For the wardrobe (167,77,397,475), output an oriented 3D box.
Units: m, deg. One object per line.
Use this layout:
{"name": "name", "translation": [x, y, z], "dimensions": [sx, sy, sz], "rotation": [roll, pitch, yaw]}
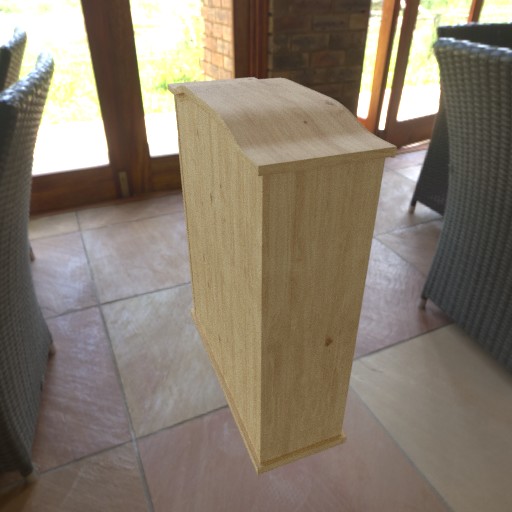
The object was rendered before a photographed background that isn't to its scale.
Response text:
{"name": "wardrobe", "translation": [0.000, 0.000, 2.641], "dimensions": [0.570, 1.870, 1.500], "rotation": [-12, 34, -18]}
